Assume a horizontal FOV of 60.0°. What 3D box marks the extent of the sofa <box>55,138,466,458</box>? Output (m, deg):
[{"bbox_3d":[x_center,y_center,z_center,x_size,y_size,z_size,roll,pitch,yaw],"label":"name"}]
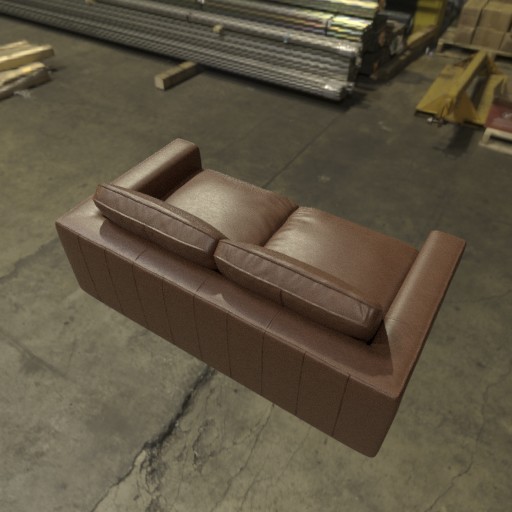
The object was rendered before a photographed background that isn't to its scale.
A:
[{"bbox_3d":[0.000,0.000,2.421,1.920,0.800,1.070,24,50,22],"label":"sofa"}]
